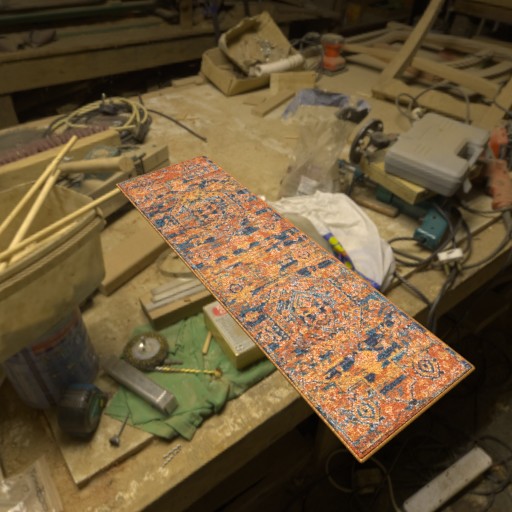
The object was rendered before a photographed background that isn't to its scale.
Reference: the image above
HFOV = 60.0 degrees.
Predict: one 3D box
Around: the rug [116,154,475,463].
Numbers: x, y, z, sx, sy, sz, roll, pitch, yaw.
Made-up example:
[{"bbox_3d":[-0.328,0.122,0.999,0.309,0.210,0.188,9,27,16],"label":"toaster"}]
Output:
[{"bbox_3d":[0.000,0.000,1.951,0.556,0.013,1.820,-26,48,-26],"label":"rug"}]
